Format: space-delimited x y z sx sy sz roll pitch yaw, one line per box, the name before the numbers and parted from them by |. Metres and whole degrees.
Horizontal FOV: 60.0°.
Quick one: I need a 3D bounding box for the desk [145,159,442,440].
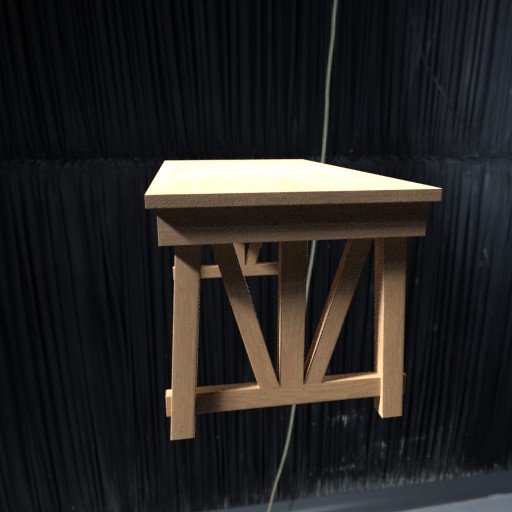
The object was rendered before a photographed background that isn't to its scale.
desk | 0.000 0.000 1.992 0.813 0.762 1.499 -2 16 -9
